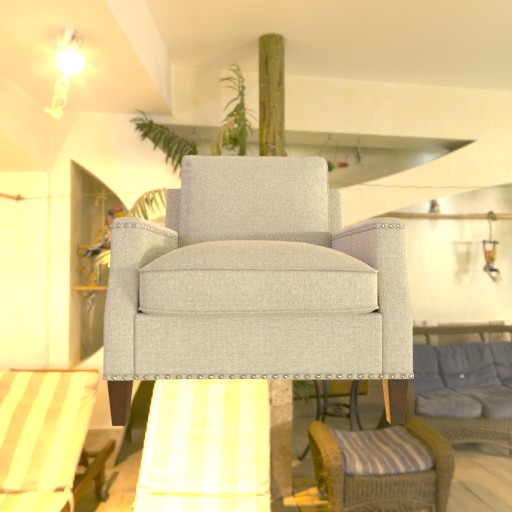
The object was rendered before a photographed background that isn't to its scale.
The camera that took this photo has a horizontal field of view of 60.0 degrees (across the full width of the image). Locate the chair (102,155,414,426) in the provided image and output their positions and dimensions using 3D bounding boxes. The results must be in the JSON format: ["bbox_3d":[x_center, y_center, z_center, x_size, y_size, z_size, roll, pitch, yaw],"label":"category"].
[{"bbox_3d":[0.000,0.000,1.678,0.853,0.943,1.014,0,-1,-1],"label":"chair"}]
